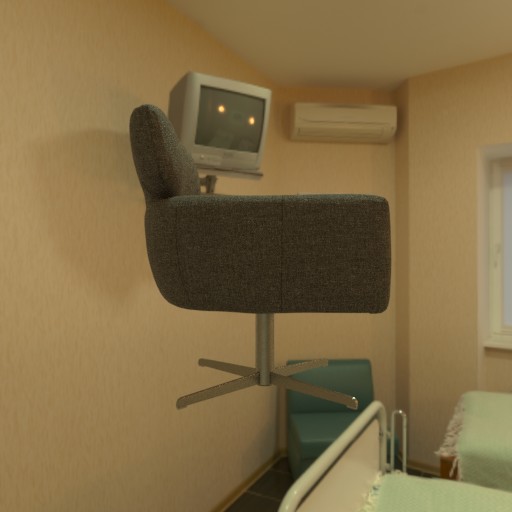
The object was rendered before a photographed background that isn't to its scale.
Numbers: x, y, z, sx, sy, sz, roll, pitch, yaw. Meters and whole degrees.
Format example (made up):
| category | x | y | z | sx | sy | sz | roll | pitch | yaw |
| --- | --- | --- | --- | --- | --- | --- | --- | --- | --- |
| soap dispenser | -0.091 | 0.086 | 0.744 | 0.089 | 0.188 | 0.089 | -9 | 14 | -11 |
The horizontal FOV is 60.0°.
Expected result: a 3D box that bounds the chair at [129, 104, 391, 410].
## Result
| category | x | y | z | sx | sy | sz | roll | pitch | yaw |
| --- | --- | --- | --- | --- | --- | --- | --- | --- | --- |
| chair | 0.000 | 0.000 | 1.408 | 0.715 | 0.812 | 0.706 | 0 | 0 | 0 |
